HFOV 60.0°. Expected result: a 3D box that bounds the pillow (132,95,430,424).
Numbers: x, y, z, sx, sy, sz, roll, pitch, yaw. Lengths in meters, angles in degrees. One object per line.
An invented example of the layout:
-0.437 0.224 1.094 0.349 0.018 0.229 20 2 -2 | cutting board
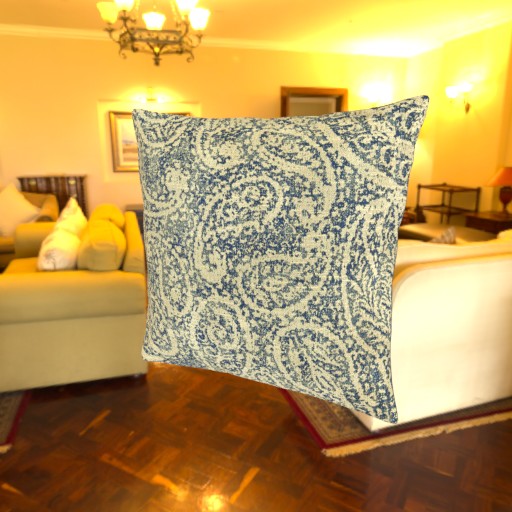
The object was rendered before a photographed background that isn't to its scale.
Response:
0.000 0.000 0.774 0.523 0.510 0.166 6 15 24 | pillow
